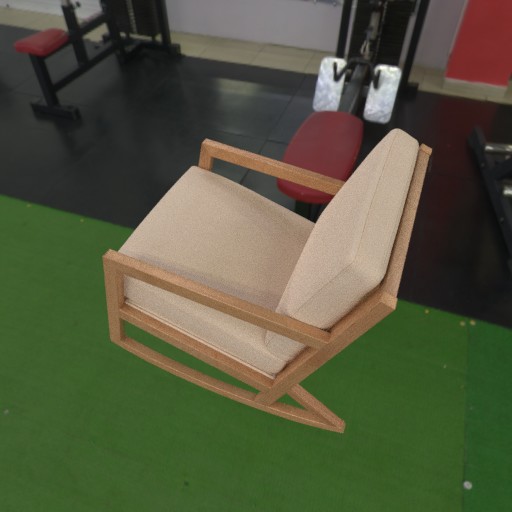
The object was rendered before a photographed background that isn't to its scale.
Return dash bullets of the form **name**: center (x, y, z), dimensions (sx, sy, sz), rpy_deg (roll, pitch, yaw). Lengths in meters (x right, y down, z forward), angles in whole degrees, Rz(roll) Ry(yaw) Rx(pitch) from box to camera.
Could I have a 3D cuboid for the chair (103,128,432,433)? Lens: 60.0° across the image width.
- **chair**: center (0.000, 0.000, 1.436), dimensions (0.857, 0.790, 0.622), rpy_deg (16, 49, 15)
